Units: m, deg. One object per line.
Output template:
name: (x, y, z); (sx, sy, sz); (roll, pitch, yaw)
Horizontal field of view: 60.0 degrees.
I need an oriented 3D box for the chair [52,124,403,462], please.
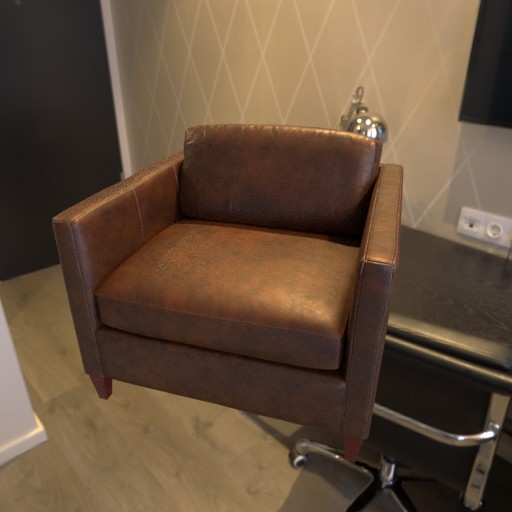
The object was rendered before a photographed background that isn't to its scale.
chair: (0.000, 0.000, 1.678); (0.990, 0.864, 0.975); (8, 27, 15)
